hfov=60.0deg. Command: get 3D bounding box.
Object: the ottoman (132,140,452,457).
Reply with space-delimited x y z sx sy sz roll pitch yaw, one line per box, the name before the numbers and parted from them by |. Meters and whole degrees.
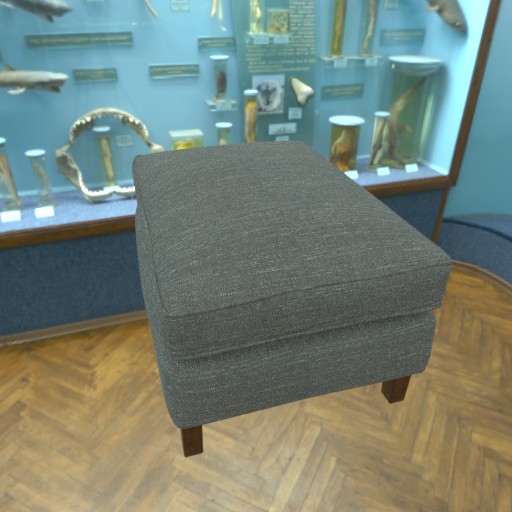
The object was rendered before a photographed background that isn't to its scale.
ottoman | 0.000 0.000 0.989 0.508 0.406 0.686 -9 33 -14
